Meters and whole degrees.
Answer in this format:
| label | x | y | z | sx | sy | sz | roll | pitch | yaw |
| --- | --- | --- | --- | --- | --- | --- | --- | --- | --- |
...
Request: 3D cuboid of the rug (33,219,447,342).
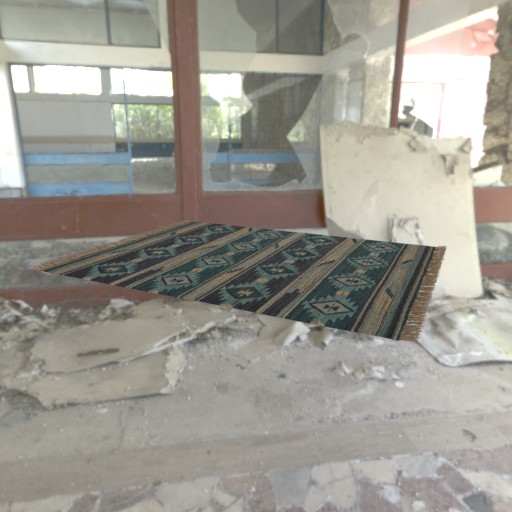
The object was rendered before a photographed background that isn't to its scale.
| label | x | y | z | sx | sy | sz | roll | pitch | yaw |
| --- | --- | --- | --- | --- | --- | --- | --- | --- | --- |
| rug | 0.000 | 0.000 | 4.307 | 3.307 | 0.047 | 2.418 | 8 | 18 | 25 |
